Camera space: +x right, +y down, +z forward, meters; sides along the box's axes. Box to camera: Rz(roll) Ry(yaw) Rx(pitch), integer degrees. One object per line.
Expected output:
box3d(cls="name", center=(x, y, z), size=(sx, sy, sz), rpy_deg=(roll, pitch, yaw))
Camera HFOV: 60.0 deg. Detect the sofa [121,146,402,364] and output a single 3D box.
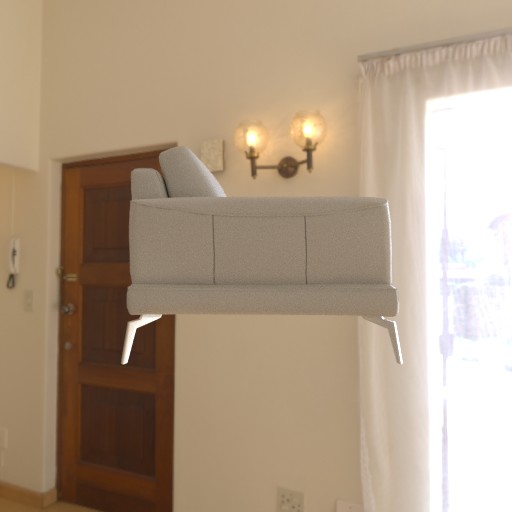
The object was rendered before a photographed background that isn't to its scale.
box3d(cls="sofa", center=(0.000, 0.000, 2.797), size=(1.121, 0.930, 2.177), rpy_deg=(0, -2, -1))
